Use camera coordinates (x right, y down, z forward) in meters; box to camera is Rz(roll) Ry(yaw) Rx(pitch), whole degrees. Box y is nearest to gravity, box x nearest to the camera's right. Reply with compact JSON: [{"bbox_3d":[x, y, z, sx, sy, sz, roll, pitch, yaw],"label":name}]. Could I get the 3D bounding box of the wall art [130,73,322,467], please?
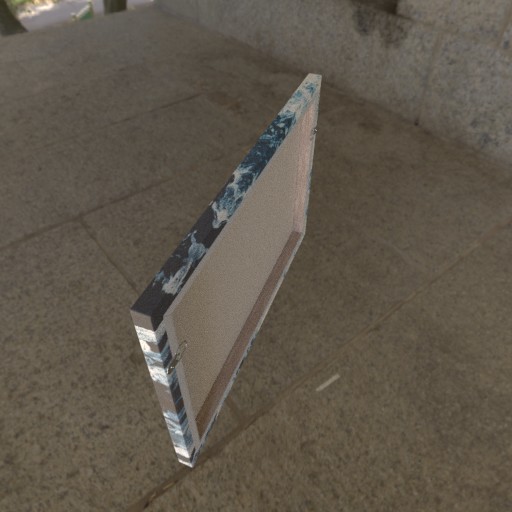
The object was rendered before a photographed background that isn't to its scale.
[{"bbox_3d":[0.000,0.000,1.173,0.042,0.610,0.915,16,47,15],"label":"wall art"}]
